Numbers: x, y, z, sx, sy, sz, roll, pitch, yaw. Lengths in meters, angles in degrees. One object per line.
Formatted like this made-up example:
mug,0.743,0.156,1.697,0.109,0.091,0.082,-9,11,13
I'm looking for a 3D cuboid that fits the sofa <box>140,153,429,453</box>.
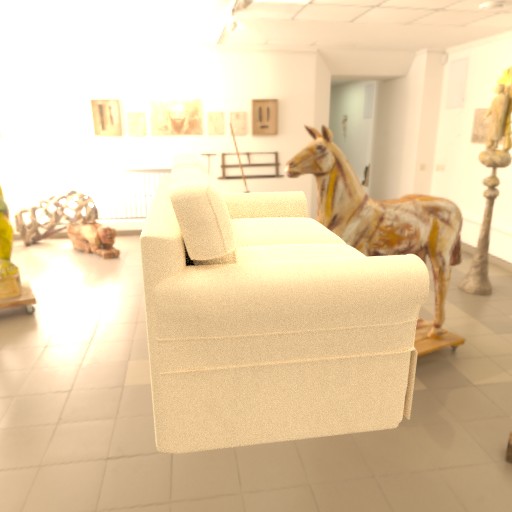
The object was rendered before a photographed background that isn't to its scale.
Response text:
sofa,0.000,0.000,2.273,0.991,0.940,1.727,-3,17,-9
